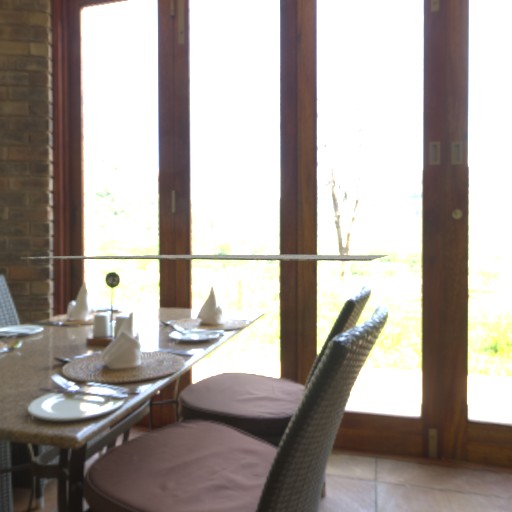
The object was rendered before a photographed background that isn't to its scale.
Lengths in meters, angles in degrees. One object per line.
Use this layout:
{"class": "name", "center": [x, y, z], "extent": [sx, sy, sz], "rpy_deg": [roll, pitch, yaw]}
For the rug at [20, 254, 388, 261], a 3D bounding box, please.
{"class": "rug", "center": [0.000, 0.000, 2.747], "extent": [1.522, 0.013, 2.133], "rpy_deg": [0, 1, 18]}
